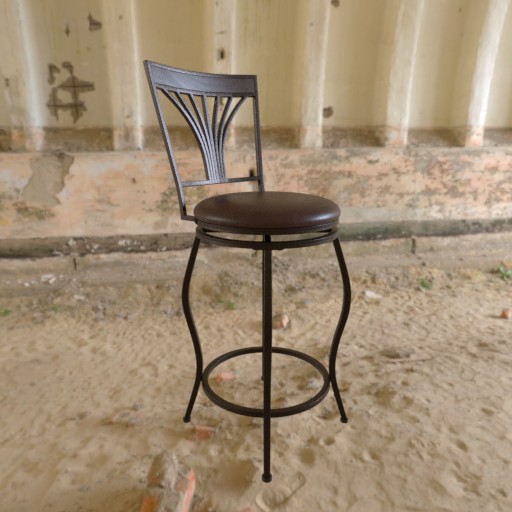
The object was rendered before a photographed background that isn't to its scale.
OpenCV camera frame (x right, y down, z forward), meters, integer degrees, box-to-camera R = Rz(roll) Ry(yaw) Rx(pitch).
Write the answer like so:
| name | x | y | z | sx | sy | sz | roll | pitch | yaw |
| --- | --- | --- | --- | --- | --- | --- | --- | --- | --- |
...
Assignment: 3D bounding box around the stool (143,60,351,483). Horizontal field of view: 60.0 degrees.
| name | x | y | z | sx | sy | sz | roll | pitch | yaw |
| --- | --- | --- | --- | --- | --- | --- | --- | --- | --- |
| stool | 0.000 | 0.000 | 1.361 | 0.433 | 1.117 | 0.514 | -14 | 20 | -43 |
